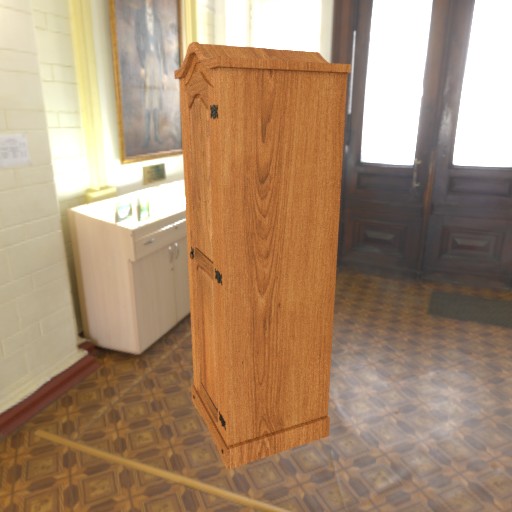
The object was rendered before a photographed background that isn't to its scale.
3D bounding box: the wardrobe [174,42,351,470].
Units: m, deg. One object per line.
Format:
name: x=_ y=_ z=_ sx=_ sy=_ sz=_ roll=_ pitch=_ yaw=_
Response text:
wardrobe: x=0.000 y=0.000 z=2.173 sx=0.570 sy=1.870 sz=0.590 roll=-8 pitch=19 yaw=-23
